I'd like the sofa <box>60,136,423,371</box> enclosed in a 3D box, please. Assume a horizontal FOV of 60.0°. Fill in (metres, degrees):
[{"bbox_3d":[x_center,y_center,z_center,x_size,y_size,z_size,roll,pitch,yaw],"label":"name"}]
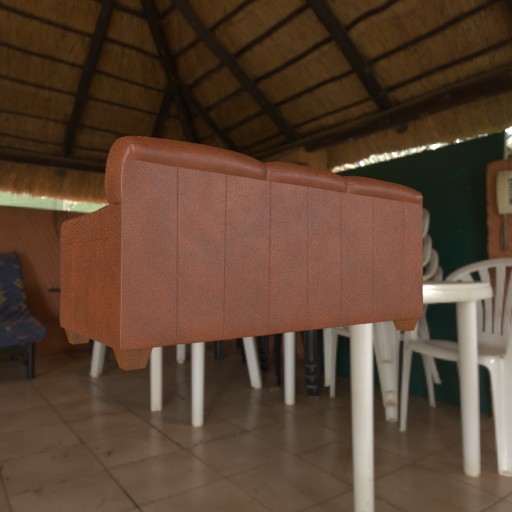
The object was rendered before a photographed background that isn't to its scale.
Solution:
[{"bbox_3d":[0.000,0.000,2.660,2.039,0.953,1.008,1,-2,-37],"label":"sofa"}]
